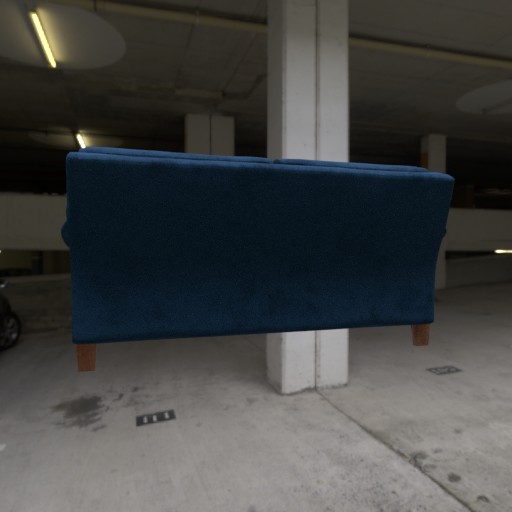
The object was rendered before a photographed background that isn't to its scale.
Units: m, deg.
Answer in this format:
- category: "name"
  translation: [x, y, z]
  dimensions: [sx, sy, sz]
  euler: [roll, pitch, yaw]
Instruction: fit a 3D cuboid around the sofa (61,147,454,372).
- category: "sofa"
  translation: [0.000, 0.000, 2.739]
  dimensions: [2.141, 1.101, 1.084]
  euler: [0, 1, -17]
